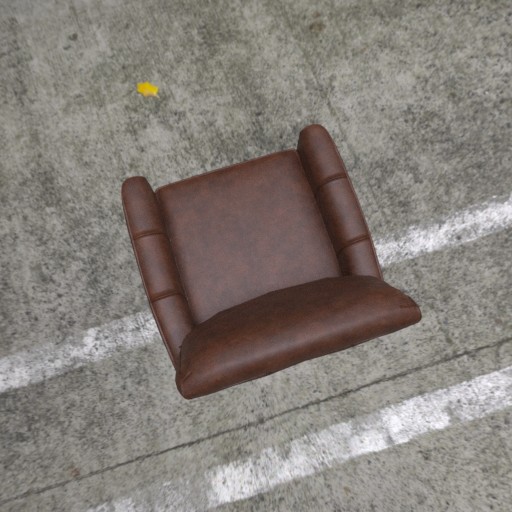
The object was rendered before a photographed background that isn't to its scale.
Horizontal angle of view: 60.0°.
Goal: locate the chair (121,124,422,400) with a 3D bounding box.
[{"bbox_3d":[0.000,0.000,1.670,0.839,1.010,0.850,-17,75,-5],"label":"chair"}]
